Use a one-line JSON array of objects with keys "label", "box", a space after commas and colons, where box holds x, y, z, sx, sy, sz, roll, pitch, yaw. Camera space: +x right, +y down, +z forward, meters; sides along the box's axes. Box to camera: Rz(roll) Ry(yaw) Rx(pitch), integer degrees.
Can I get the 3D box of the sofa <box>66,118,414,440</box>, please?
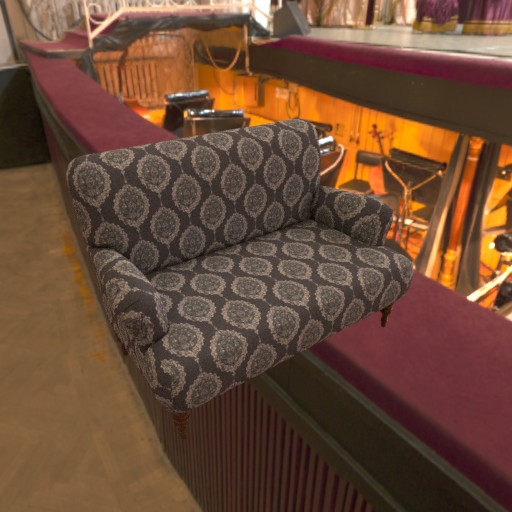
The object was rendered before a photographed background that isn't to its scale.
[{"label": "sofa", "box": [0.000, 0.000, 1.863, 1.297, 0.867, 0.779, -20, 35, -31]}]
